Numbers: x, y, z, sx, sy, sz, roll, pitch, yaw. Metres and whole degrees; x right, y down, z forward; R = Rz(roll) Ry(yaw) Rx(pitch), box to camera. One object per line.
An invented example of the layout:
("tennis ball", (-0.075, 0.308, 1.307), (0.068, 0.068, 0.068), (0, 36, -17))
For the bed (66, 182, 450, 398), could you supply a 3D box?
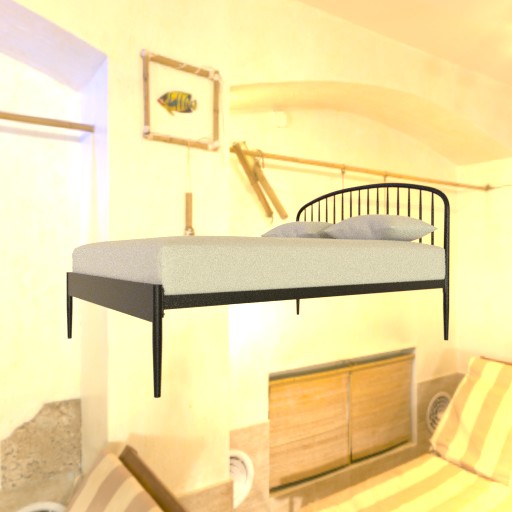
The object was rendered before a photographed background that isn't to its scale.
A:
("bed", (0.000, 0.000, 3.101), (2.159, 1.166, 1.618), (0, 0, -35))
